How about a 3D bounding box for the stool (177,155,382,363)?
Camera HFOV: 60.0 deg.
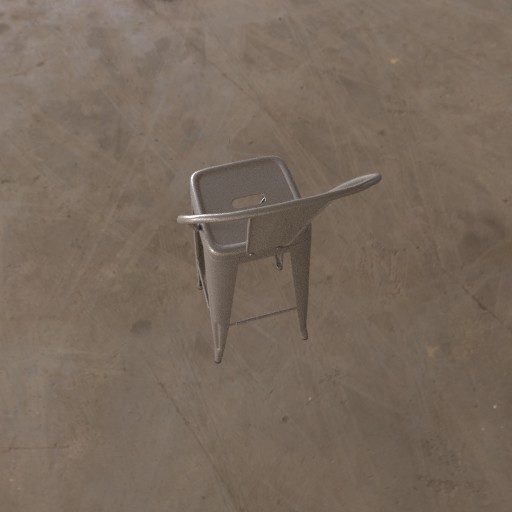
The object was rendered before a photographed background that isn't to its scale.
[{"bbox_3d":[0.000,0.000,1.332,0.399,1.096,0.513,-13,59,-8],"label":"stool"}]
